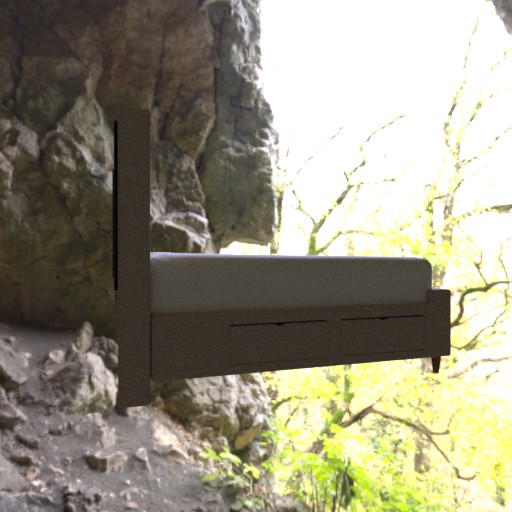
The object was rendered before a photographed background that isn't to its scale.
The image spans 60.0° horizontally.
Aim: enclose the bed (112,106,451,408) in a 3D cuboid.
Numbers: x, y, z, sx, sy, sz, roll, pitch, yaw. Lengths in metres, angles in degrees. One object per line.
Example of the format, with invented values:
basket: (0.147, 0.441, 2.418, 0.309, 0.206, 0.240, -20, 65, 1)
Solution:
bed: (0.000, 0.000, 3.868, 2.372, 1.748, 2.044, 0, 0, -18)
